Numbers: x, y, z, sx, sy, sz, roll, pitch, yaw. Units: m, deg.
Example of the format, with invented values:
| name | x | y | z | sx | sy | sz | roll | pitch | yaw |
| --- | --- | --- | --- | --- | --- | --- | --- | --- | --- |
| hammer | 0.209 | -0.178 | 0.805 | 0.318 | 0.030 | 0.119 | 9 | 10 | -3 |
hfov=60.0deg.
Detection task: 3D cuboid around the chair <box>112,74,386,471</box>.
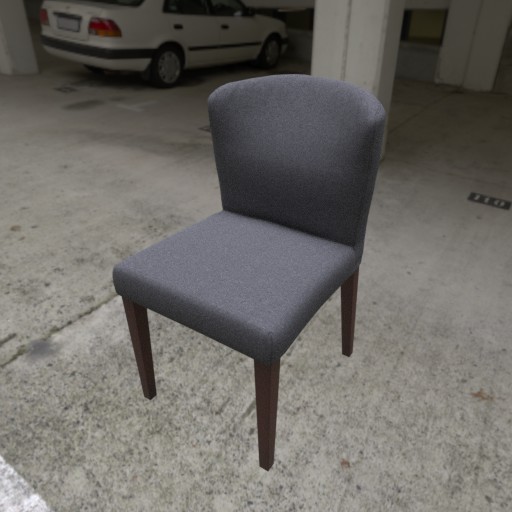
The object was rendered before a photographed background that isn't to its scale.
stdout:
| name | x | y | z | sx | sy | sz | roll | pitch | yaw |
| --- | --- | --- | --- | --- | --- | --- | --- | --- | --- |
| chair | 0.000 | 0.000 | 1.187 | 0.491 | 0.839 | 0.592 | 18 | 35 | 29 |
